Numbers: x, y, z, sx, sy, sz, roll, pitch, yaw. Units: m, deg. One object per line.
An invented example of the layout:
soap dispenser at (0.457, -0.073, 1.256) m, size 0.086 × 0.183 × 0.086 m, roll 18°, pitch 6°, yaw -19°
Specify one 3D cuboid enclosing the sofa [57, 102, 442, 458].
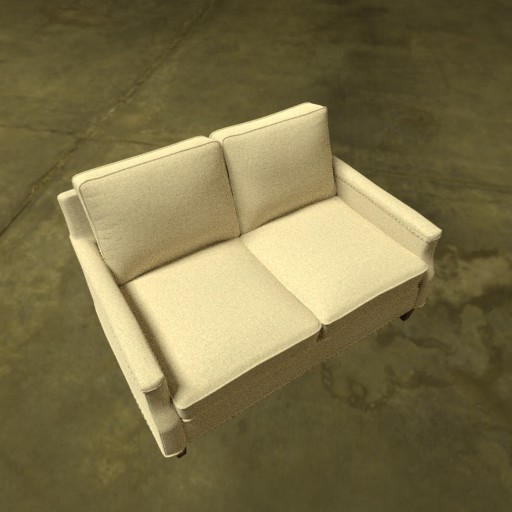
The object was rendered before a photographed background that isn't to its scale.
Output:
sofa at (0.000, 0.000, 2.250) m, size 1.597 × 1.003 × 1.084 m, roll -24°, pitch 50°, yaw -22°
